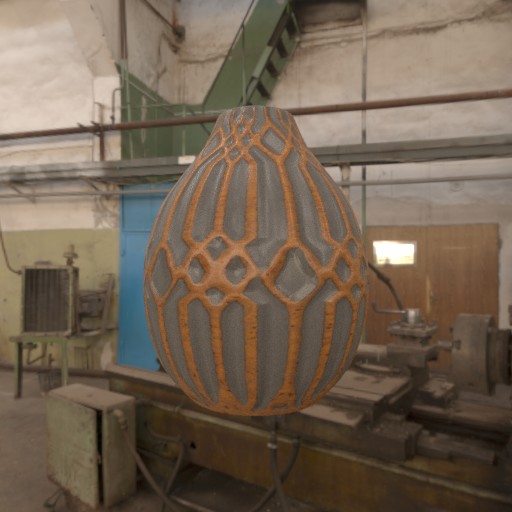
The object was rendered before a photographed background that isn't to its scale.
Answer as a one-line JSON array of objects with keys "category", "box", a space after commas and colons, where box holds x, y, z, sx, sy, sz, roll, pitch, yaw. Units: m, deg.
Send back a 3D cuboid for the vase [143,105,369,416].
[{"category": "vase", "box": [0.000, 0.000, 0.140, 0.069, 0.088, 0.069, 0, 0, 0]}]
